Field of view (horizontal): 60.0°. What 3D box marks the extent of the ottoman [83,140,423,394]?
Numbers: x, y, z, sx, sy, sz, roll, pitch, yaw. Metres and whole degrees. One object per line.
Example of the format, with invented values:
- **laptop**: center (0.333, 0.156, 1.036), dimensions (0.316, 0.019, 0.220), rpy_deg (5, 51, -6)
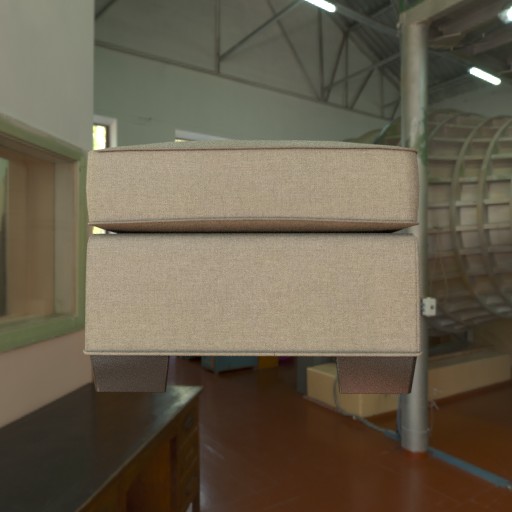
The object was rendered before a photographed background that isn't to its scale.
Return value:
- **ottoman**: center (0.000, 0.000, 1.210), dimensions (0.619, 0.504, 0.843), rpy_deg (0, 0, 1)
